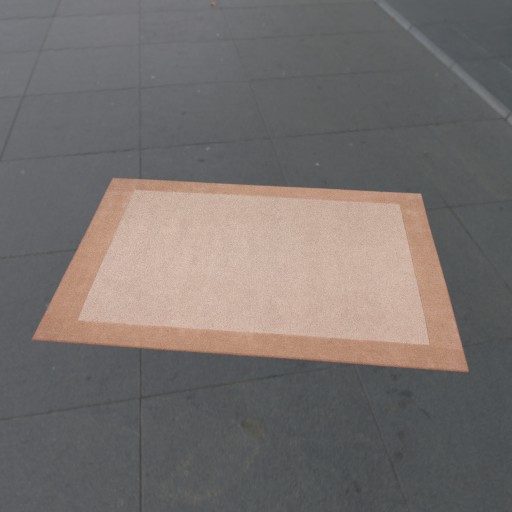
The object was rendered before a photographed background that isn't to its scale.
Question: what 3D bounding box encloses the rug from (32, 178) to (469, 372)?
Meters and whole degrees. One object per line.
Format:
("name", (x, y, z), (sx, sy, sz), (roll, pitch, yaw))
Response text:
("rug", (0.000, 0.000, 2.976), (2.438, 0.014, 1.524), (3, 47, 3))
